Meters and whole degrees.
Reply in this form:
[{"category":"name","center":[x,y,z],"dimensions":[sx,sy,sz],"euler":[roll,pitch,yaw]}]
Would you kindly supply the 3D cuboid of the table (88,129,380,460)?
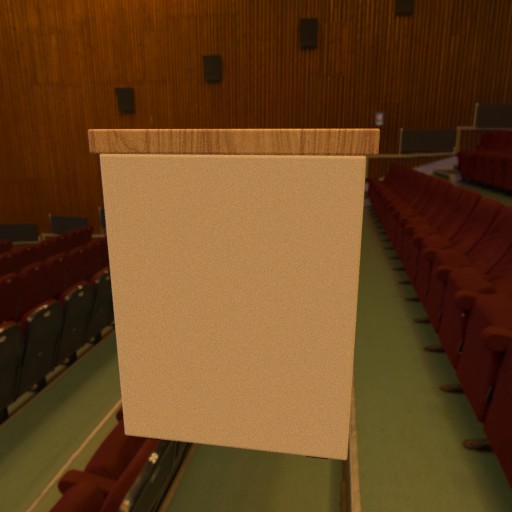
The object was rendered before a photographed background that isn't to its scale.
[{"category":"table","center":[0.000,0.000,0.810],"dimensions":[0.360,0.440,0.500],"euler":[3,16,9]}]
